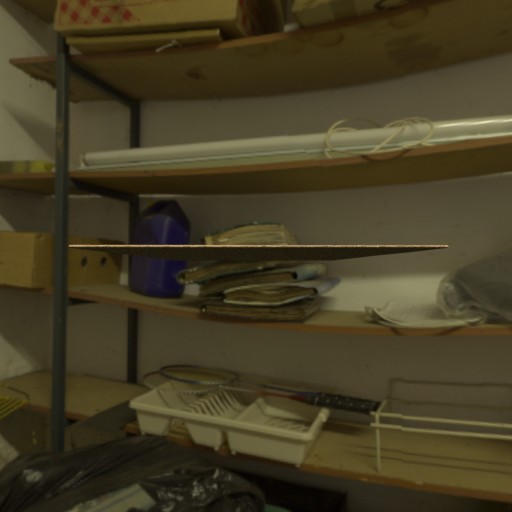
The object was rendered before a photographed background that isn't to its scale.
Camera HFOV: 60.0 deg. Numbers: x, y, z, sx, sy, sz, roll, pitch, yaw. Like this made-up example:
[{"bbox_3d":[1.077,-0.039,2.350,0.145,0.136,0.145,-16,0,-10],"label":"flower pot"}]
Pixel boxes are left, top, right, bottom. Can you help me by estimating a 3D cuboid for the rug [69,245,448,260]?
[{"bbox_3d":[0.000,0.000,2.979,1.526,0.011,2.435,0,-2,-1],"label":"rug"}]
